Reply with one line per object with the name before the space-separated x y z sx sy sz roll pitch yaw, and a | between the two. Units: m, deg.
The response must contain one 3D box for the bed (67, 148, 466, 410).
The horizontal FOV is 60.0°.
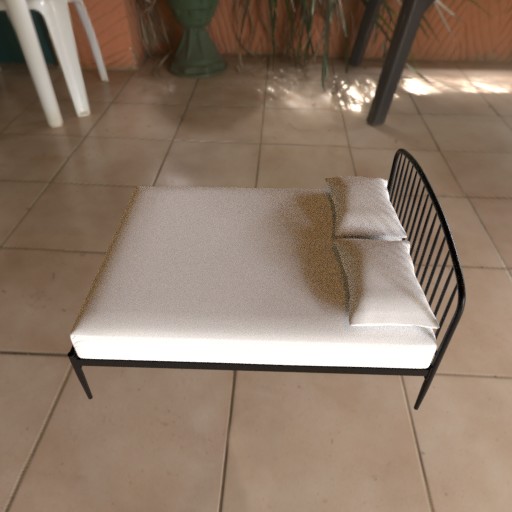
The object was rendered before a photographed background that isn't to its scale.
bed | 0.000 0.000 3.095 2.159 1.166 1.618 1 41 2
